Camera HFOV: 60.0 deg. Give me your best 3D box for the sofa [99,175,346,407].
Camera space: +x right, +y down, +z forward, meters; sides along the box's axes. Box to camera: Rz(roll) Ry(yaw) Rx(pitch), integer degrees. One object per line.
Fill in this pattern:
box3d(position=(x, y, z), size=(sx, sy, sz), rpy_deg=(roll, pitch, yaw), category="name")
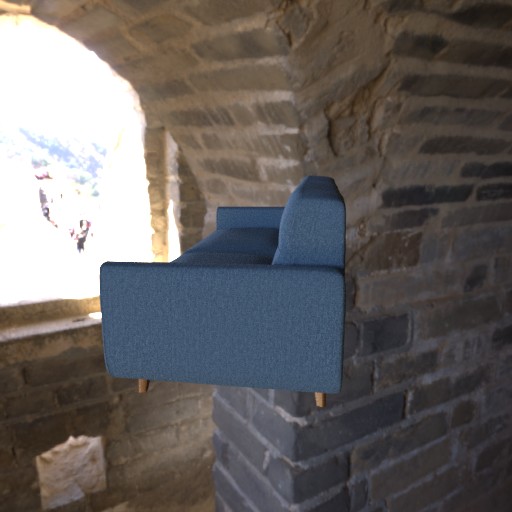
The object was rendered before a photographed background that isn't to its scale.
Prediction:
box3d(position=(0.000, 0.000, 2.619), size=(0.942, 0.884, 2.055), rpy_deg=(2, 13, 8), category="sofa")
